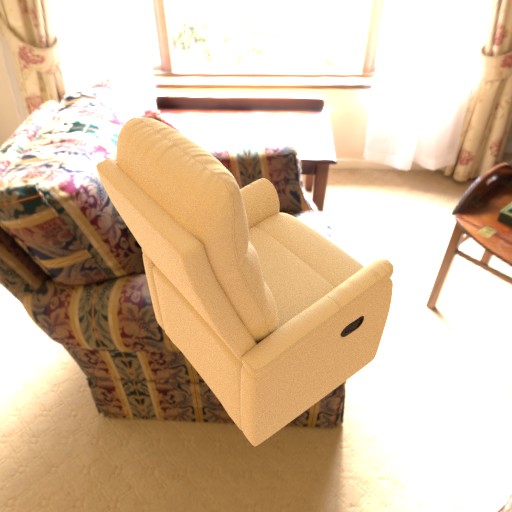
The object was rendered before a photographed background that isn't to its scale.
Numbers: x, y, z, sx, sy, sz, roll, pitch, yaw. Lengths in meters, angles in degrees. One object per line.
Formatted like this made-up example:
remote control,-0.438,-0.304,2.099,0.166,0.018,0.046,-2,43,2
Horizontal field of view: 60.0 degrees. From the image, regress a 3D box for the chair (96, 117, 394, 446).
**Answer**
chair,0.000,0.000,1.638,0.831,1.082,0.775,-26,47,-27
